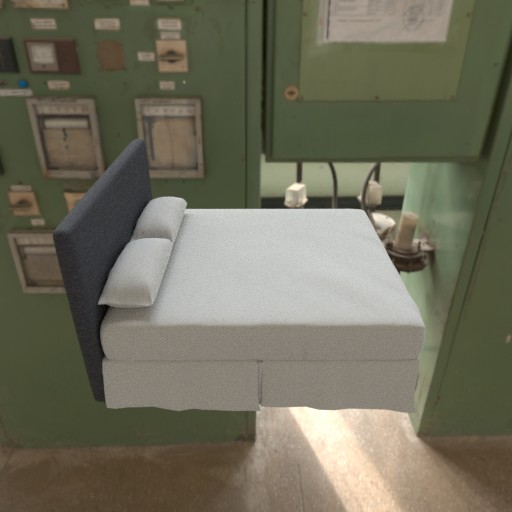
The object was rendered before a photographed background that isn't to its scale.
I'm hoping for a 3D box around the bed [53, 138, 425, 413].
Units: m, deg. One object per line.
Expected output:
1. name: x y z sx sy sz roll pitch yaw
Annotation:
1. bed: 0.000 0.000 3.368 2.142 1.330 1.884 0 30 0
